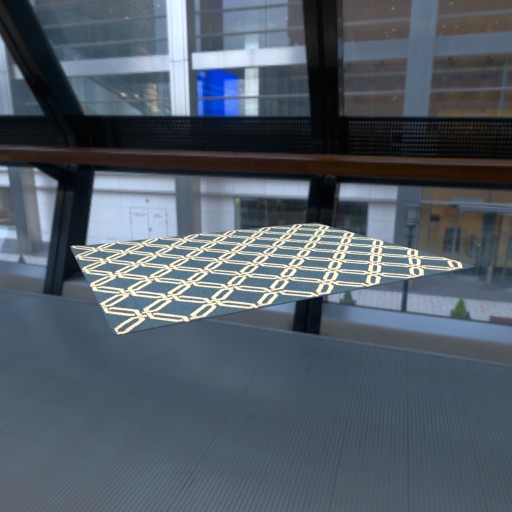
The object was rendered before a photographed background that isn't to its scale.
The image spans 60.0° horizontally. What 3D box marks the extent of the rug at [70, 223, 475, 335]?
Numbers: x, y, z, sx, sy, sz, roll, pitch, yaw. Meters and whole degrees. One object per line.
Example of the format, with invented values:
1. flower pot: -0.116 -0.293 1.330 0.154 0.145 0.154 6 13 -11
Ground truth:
1. rug: 0.000 0.000 3.939 2.867 0.020 2.277 -7 16 -27
